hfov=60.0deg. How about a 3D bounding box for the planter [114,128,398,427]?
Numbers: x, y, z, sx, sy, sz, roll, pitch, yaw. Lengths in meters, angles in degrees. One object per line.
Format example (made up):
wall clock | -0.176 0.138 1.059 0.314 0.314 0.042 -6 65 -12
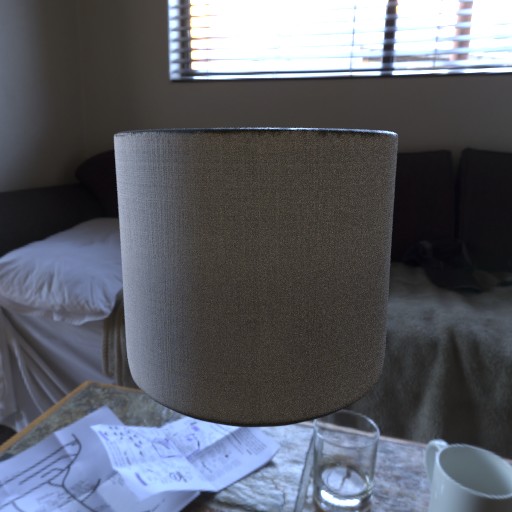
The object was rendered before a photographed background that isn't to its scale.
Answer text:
planter | 0.000 0.000 0.377 0.221 0.201 0.221 0 14 0
